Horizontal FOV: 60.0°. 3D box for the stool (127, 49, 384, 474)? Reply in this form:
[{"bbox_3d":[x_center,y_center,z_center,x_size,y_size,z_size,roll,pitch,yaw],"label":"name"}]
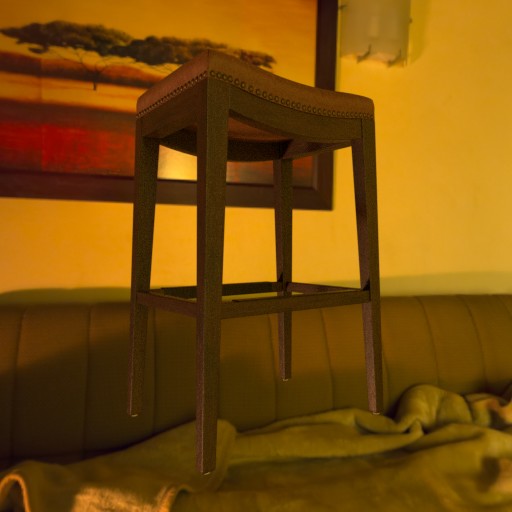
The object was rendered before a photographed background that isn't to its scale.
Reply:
[{"bbox_3d":[0.000,0.000,1.056,0.500,0.759,0.361,-1,1,-37],"label":"stool"}]
